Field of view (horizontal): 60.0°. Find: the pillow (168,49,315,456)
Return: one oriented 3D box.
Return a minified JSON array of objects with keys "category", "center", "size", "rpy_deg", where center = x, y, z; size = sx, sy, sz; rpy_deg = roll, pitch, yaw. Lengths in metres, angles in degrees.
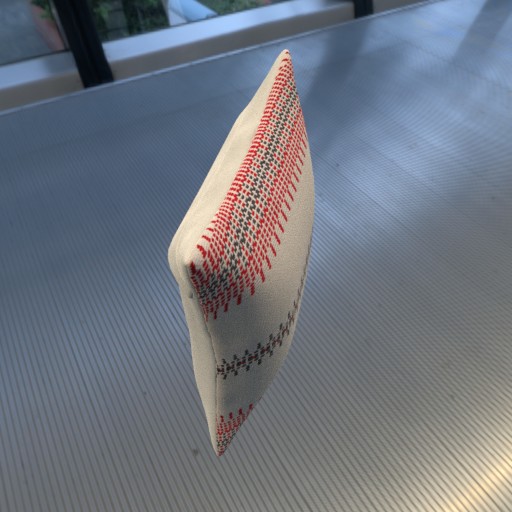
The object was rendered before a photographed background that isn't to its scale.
[{"category":"pillow","center":[0.000,0.000,0.693],"size":[0.160,0.454,0.463],"rpy_deg":[10,47,9]}]
